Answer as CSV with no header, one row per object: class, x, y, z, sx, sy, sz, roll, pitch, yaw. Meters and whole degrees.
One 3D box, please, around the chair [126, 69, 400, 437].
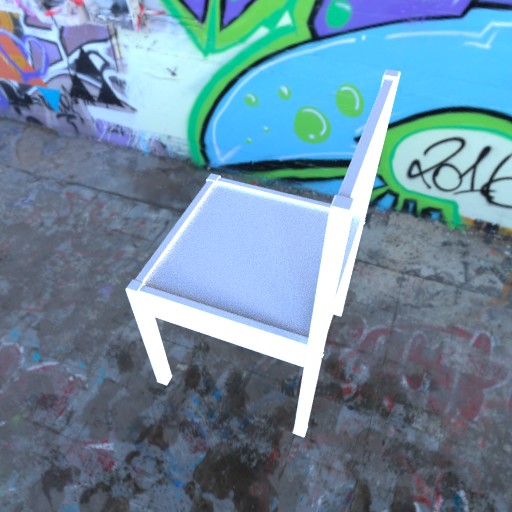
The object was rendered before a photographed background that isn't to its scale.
chair,0.000,0.000,0.685,0.285,0.505,0.285,16,49,14
